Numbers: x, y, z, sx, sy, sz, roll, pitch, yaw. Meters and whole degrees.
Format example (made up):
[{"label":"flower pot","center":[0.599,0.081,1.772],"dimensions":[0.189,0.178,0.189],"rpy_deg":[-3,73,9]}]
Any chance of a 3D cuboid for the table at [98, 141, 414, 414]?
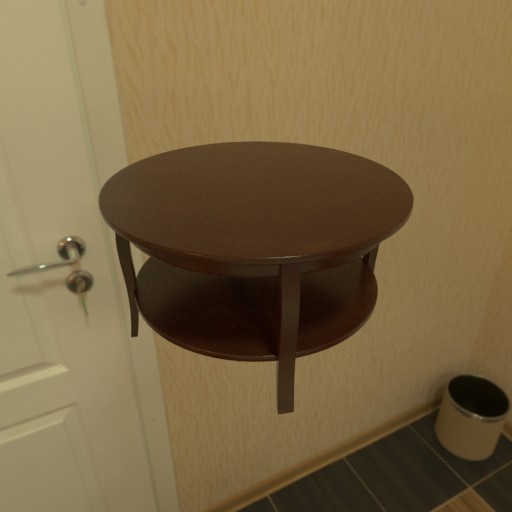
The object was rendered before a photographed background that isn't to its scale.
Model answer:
[{"label":"table","center":[0.000,0.000,1.465],"dimensions":[0.911,0.512,0.911],"rpy_deg":[0,30,0]}]
